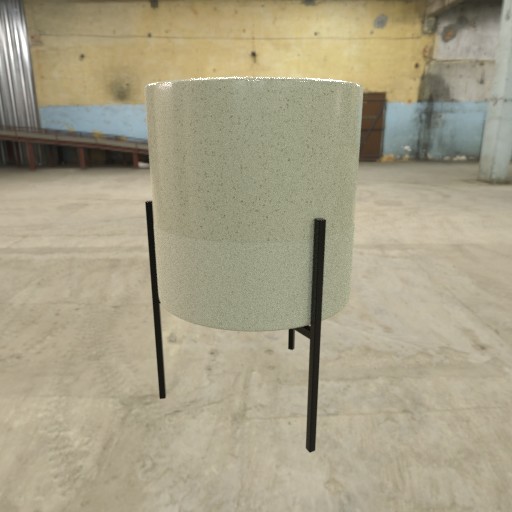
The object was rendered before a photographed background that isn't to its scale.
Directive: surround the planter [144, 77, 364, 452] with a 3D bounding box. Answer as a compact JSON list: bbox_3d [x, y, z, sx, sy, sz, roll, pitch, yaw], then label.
[{"bbox_3d":[0.000,0.000,0.546,0.234,0.390,0.243,9,19,27],"label":"planter"}]
